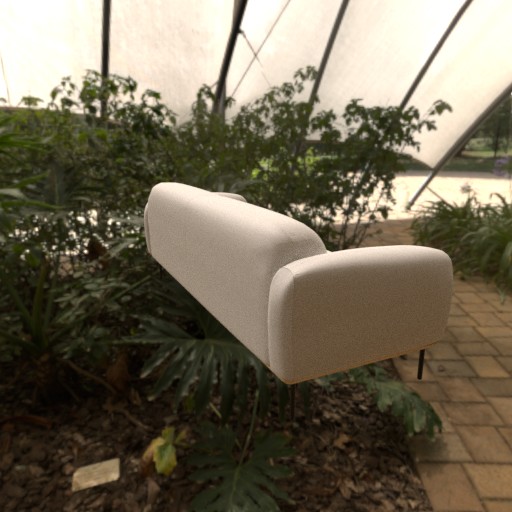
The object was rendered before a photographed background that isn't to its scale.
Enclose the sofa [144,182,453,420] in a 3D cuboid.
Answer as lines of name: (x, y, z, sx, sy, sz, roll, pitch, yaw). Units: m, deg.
sofa: (0.000, 0.000, 2.680, 0.880, 0.780, 2.257, -7, 17, -25)
